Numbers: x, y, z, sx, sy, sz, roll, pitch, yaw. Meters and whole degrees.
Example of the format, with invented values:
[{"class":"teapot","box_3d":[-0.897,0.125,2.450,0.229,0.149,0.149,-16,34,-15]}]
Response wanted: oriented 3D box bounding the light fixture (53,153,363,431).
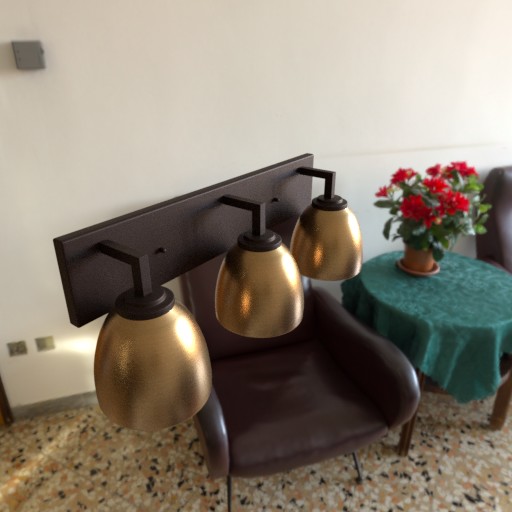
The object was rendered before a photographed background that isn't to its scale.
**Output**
[{"class":"light fixture","box_3d":[0.000,0.000,0.684,0.157,0.204,0.582,18,30,33]}]
